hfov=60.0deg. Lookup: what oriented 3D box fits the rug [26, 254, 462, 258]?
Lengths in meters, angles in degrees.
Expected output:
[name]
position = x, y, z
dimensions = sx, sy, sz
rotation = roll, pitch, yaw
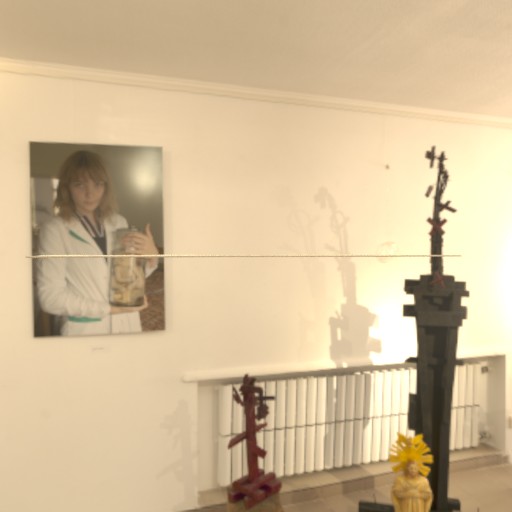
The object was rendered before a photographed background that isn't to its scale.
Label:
[rug]
position = 0.000, 0.000, 2.747
dimensions = 2.442, 0.016, 0.770
rotation = 0, 0, -18
